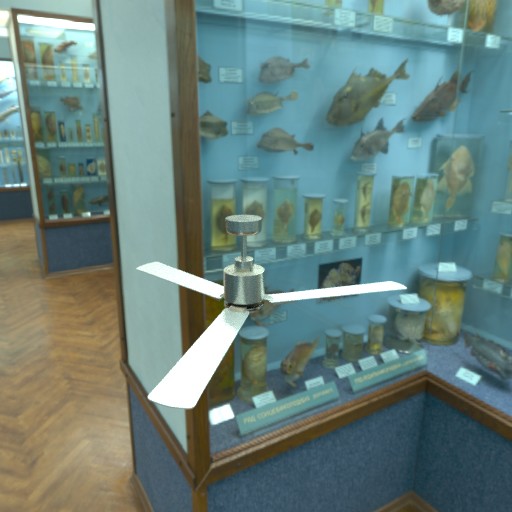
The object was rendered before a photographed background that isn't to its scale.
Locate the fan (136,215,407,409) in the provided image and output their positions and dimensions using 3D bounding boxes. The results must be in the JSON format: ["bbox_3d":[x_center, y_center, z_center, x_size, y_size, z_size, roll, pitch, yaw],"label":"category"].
[{"bbox_3d":[0.000,0.000,2.280,1.531,0.446,1.561,-9,18,-28],"label":"fan"}]
